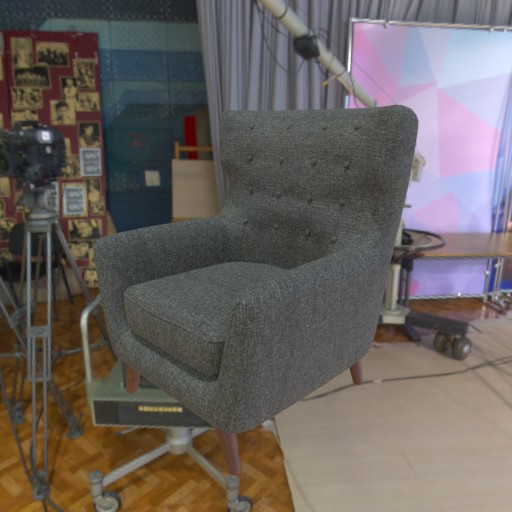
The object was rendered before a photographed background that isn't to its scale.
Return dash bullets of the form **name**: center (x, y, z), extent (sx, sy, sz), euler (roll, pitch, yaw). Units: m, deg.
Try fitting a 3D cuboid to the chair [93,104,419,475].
- **chair**: center (0.000, 0.000, 1.656), extent (0.904, 1.063, 0.878), euler (-16, 23, -43)
